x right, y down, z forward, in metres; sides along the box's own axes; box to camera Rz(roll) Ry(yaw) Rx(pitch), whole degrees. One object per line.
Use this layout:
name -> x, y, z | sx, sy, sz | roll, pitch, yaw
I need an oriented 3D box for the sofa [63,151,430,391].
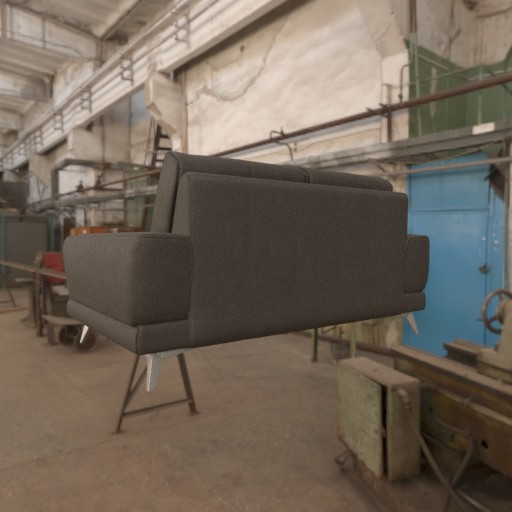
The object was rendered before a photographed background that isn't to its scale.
sofa -> 0.000, 0.000, 2.431 | 1.806, 0.907, 1.018 | -2, 3, -36
